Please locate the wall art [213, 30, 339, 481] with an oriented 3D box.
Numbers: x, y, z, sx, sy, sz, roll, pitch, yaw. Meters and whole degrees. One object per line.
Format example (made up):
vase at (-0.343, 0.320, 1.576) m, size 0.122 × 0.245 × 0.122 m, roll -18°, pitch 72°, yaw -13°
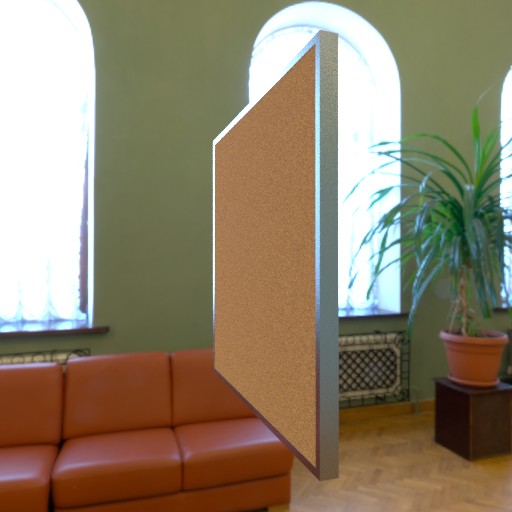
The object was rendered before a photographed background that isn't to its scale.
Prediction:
wall art at (0.000, 0.000, 1.179) m, size 0.038 × 0.806 × 0.806 m, roll 0°, pitch 0°, yaw -19°
